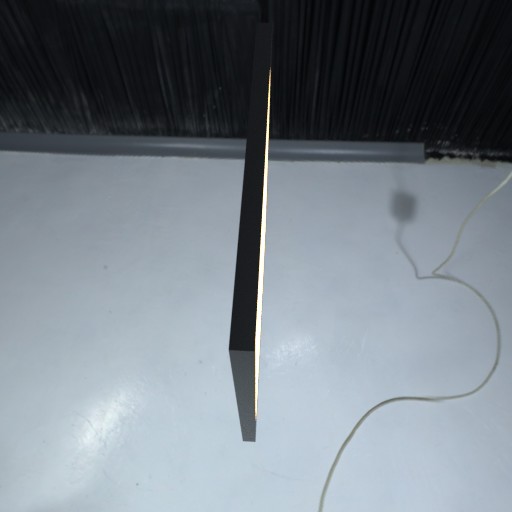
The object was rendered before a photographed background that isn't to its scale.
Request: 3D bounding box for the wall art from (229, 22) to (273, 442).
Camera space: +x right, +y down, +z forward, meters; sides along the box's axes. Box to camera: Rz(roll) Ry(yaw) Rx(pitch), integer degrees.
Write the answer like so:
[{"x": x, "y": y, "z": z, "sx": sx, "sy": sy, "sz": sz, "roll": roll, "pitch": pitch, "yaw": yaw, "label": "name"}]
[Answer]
[{"x": 0.000, "y": 0.000, "z": 1.113, "sx": 0.036, "sy": 0.755, "sz": 0.756, "roll": 2, "pitch": 59, "yaw": 2, "label": "wall art"}]
